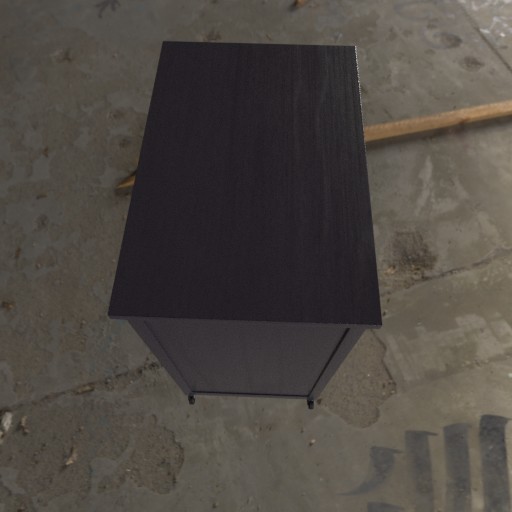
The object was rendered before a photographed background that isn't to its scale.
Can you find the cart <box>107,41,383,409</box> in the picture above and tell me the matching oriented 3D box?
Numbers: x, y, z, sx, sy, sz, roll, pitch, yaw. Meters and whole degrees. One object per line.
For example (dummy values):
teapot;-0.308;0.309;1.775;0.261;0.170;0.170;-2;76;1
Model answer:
cart;0.000;0.000;1.249;0.449;0.878;0.690;2;63;1
